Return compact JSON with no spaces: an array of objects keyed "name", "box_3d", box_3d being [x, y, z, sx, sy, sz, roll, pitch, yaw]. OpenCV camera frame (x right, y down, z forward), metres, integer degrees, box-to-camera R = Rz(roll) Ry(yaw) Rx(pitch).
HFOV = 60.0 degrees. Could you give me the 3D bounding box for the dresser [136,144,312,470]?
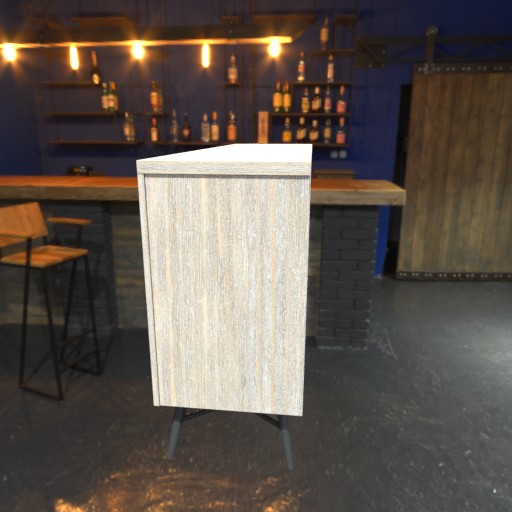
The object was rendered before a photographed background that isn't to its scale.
[{"name":"dresser","box_3d":[0.000,0.000,1.950,0.457,0.914,1.524,2,16,7]}]
